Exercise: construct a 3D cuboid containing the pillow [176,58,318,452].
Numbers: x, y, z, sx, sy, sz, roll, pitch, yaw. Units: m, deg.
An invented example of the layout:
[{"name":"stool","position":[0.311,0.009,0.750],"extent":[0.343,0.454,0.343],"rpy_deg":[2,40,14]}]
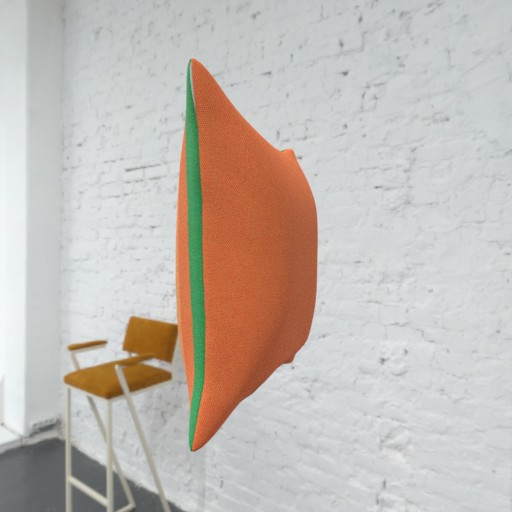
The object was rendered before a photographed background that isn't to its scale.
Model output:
[{"name":"pillow","position":[0.000,0.000,0.709],"extent":[0.169,0.444,0.453],"rpy_deg":[0,0,19]}]
